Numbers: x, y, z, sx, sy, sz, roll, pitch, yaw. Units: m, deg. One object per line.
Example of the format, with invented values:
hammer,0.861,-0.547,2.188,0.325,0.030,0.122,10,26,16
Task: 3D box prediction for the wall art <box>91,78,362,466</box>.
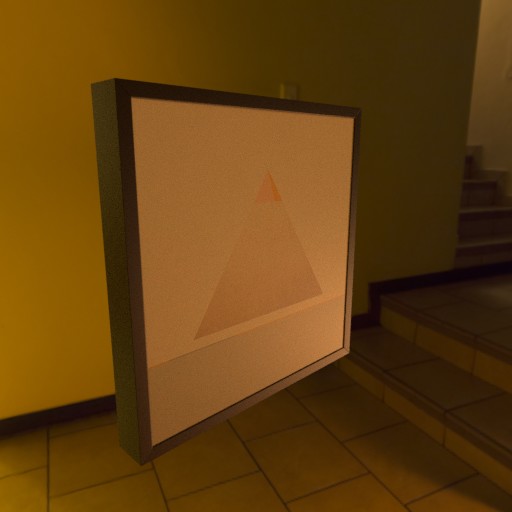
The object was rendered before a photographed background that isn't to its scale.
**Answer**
wall art,0.000,0.000,0.450,0.304,0.303,0.037,-13,18,-43
